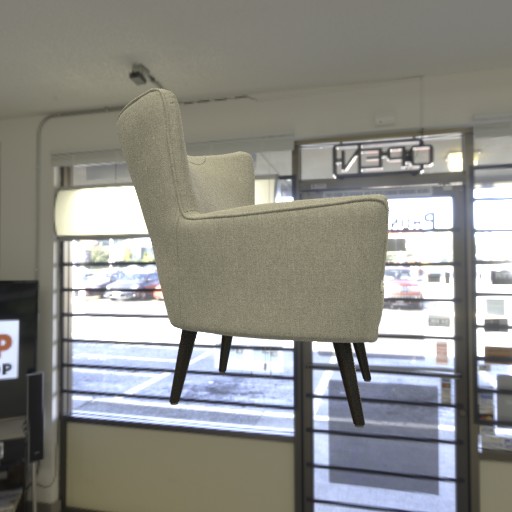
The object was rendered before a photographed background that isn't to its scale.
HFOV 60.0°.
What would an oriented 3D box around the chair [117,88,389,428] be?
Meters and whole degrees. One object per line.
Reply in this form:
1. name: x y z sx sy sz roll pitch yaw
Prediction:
1. chair: 0.000 0.000 1.541 0.888 0.933 0.781 0 -1 17
